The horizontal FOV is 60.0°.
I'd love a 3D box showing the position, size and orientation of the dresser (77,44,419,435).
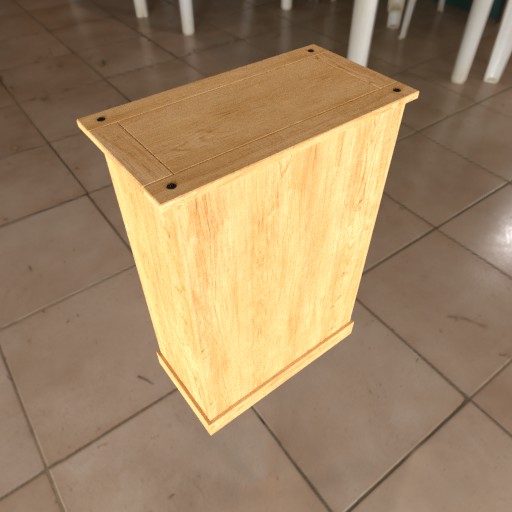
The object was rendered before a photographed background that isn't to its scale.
[{"bbox_3d":[0.000,0.000,1.781,0.915,1.300,0.485,-29,52,-25],"label":"dresser"}]
